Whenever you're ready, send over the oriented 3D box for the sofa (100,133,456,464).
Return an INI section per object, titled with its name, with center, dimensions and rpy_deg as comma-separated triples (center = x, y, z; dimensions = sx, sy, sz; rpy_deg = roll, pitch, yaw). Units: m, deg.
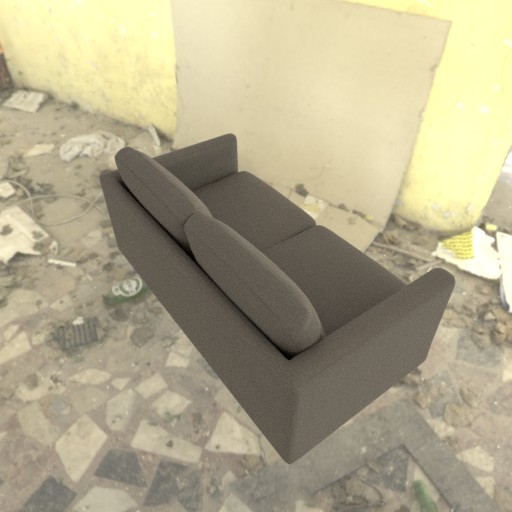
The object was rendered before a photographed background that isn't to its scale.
[sofa]
center = 0.000, 0.000, 2.314
dimensions = 0.940, 0.866, 1.713
rpy_deg = -26, 48, -26
